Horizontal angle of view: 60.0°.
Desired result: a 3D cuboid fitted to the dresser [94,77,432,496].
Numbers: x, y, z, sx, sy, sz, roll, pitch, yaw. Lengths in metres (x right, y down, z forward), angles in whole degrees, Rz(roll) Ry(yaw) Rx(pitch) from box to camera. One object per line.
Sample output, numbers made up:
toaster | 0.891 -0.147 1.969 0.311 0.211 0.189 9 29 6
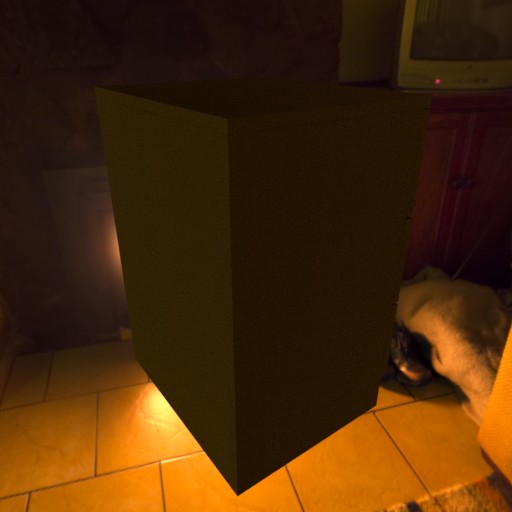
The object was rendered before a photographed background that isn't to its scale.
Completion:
dresser | 0.000 0.000 0.794 0.360 0.560 0.400 -18 31 -32
